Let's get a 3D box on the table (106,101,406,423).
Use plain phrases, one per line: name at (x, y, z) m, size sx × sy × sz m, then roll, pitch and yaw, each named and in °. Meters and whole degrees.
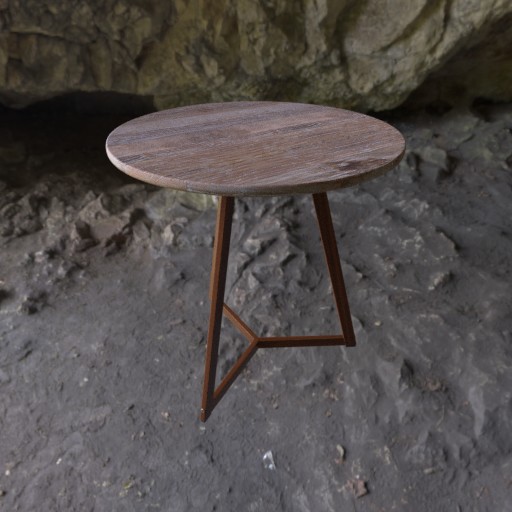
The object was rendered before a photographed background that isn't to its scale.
table at (0.000, 0.000, 0.894) m, size 0.500 × 0.500 × 0.500 m, roll 0°, pitch 31°, yaw 0°
